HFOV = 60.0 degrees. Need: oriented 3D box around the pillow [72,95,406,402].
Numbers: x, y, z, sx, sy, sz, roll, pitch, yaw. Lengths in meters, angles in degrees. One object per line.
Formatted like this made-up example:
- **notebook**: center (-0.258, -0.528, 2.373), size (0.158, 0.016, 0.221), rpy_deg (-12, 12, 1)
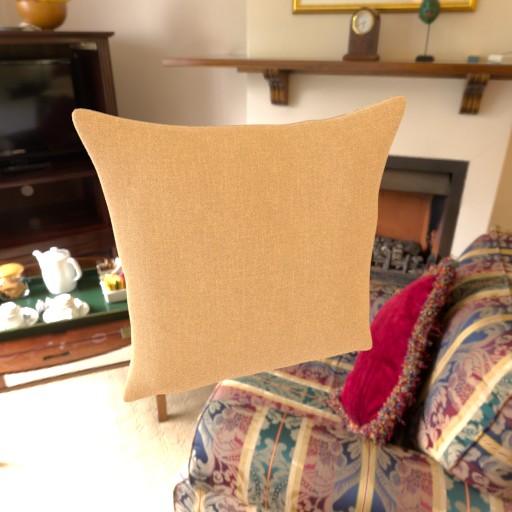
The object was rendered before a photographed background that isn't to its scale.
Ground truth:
- **pillow**: center (0.000, 0.000, 0.650), size (0.436, 0.432, 0.138), rpy_deg (-8, 27, -16)
